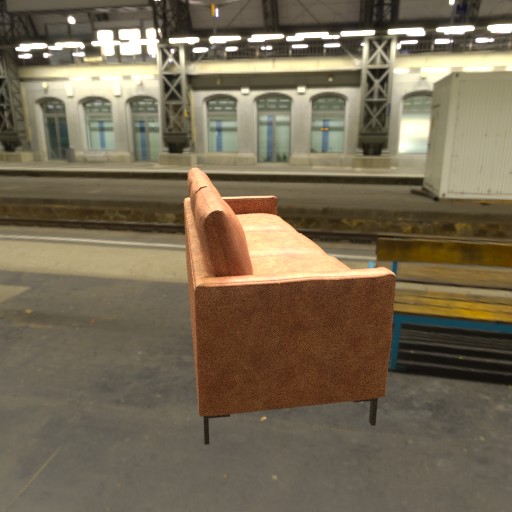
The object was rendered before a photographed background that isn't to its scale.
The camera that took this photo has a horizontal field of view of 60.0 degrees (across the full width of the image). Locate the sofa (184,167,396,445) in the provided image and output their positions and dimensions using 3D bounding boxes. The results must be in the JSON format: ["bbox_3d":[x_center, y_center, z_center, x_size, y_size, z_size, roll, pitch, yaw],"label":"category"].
[{"bbox_3d":[0.000,0.000,2.470,0.748,0.863,2.029,-3,16,-10],"label":"sofa"}]
